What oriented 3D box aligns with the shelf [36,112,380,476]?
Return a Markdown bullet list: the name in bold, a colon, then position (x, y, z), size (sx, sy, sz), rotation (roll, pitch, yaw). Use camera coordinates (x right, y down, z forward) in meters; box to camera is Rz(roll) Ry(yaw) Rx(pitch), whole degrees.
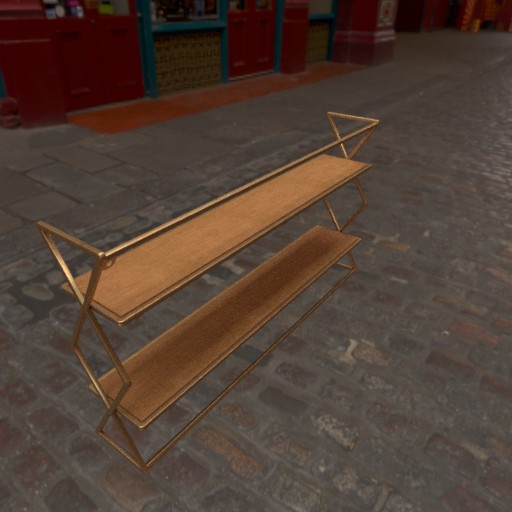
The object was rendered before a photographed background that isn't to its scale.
- **shelf**: position (0.000, 0.000, 0.975), size (0.150, 0.450, 0.822), rotation (21, 37, 31)
